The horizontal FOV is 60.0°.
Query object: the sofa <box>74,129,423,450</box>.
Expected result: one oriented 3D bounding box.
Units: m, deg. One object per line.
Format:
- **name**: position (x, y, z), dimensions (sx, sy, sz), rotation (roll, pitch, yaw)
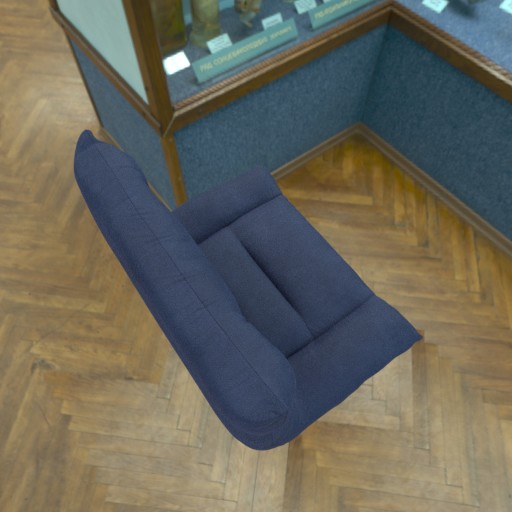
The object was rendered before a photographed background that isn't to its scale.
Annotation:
- **sofa**: position (0.000, 0.000, 1.634), dimensions (0.849, 0.778, 1.122), rotation (-31, 64, -17)
